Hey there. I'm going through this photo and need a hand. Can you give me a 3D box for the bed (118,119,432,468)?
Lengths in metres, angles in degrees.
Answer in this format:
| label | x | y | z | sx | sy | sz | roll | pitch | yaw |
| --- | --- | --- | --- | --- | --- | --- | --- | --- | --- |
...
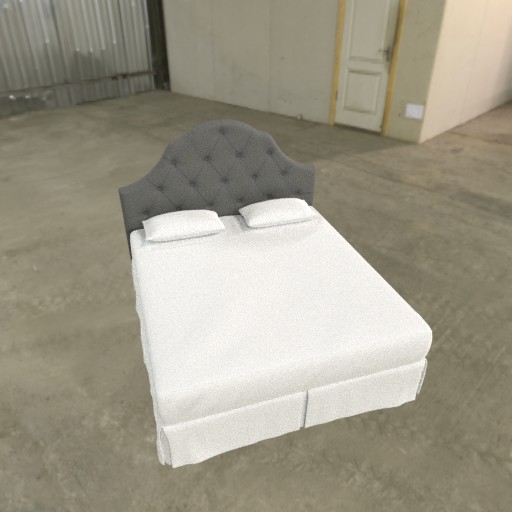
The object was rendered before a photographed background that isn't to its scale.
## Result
| label | x | y | z | sx | sy | sz | roll | pitch | yaw |
| --- | --- | --- | --- | --- | --- | --- | --- | --- | --- |
| bed | 0.000 | 0.000 | 3.567 | 2.008 | 1.615 | 2.214 | -10 | 33 | -15 |
